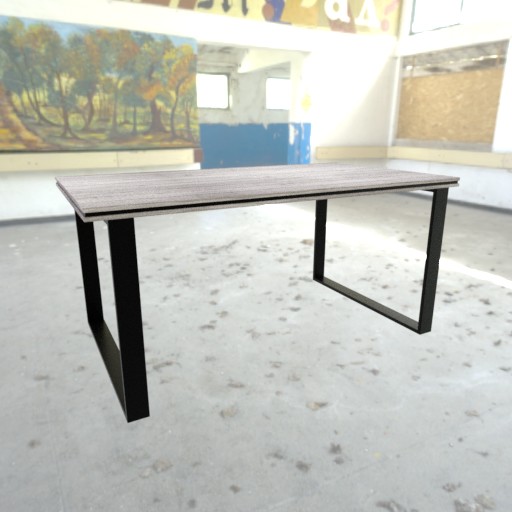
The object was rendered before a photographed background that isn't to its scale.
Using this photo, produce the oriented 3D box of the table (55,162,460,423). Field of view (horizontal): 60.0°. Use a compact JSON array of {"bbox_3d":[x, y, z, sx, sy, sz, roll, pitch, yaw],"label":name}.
[{"bbox_3d":[0.000,0.000,2.083,1.579,0.736,0.881,-9,19,-27],"label":"table"}]
